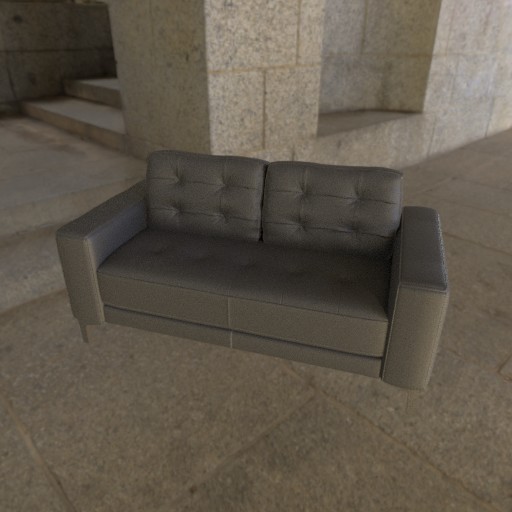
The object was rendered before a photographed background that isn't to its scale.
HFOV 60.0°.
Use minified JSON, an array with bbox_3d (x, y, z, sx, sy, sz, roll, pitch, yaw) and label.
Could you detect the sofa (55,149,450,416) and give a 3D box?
[{"bbox_3d":[0.000,0.000,2.220,1.726,0.892,0.833,8,29,15],"label":"sofa"}]
